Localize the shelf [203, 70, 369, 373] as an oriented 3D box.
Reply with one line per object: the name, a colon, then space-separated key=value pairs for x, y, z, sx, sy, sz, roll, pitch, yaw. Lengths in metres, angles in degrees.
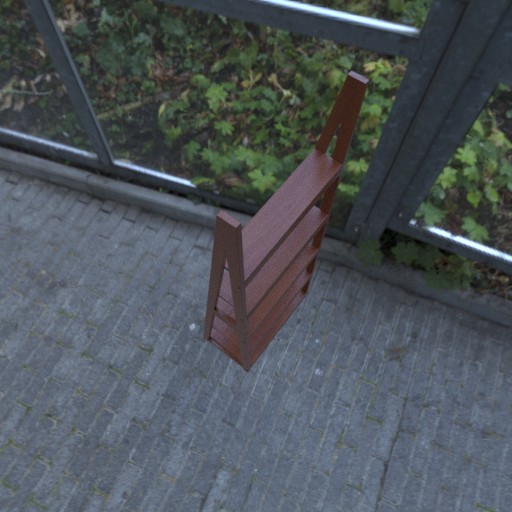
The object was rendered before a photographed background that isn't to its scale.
shelf: x=0.000 y=0.000 z=2.031 sx=0.356 sy=1.780 sz=0.630 roll=35 pitch=69 yaw=15
